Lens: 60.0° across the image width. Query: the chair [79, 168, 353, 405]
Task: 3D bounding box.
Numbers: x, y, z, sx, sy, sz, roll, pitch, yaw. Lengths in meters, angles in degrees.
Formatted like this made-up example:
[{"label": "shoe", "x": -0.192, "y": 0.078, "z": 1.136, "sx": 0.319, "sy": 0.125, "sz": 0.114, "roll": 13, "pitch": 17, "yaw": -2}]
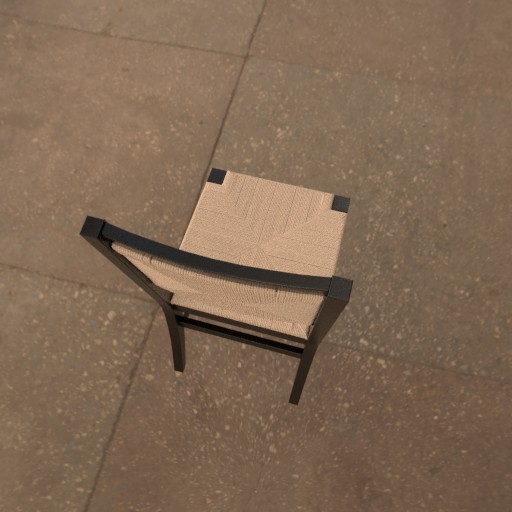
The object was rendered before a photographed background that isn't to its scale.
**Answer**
[{"label": "chair", "x": 0.000, "y": 0.000, "z": 1.201, "sx": 0.437, "sy": 0.927, "sz": 0.552, "roll": 14, "pitch": 63, "yaw": 7}]
